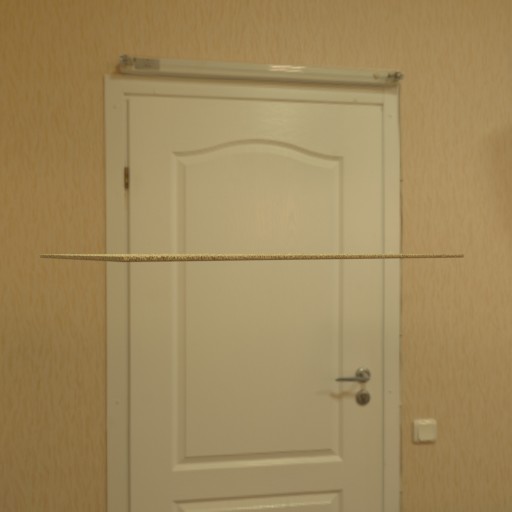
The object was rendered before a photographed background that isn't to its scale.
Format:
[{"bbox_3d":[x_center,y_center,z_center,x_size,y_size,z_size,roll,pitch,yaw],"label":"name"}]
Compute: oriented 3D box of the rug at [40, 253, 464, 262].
[{"bbox_3d":[0.000,0.000,3.383,2.699,0.025,1.800,0,1,-36],"label":"rug"}]
